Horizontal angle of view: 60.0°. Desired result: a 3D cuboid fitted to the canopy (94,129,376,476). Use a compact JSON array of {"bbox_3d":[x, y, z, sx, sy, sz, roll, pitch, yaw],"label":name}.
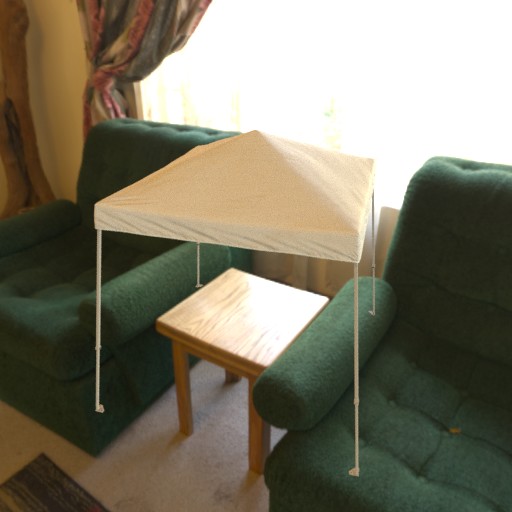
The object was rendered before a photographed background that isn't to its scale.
[{"bbox_3d":[0.000,0.000,6.437,3.600,3.600,3.599,8,28,15],"label":"canopy"}]
